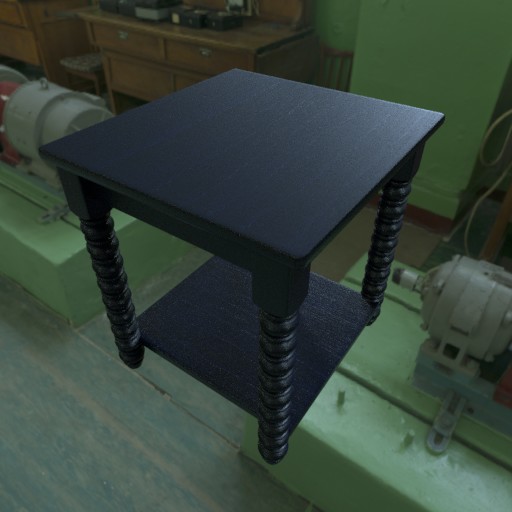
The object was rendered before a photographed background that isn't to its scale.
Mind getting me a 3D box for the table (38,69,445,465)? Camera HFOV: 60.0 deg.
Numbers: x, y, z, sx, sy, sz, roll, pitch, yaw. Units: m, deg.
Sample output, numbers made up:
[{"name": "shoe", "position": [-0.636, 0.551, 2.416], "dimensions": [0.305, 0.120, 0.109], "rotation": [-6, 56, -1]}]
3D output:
[{"name": "table", "position": [0.000, 0.000, 0.950], "dimensions": [0.500, 0.567, 0.533], "rotation": [24, 45, 27]}]
